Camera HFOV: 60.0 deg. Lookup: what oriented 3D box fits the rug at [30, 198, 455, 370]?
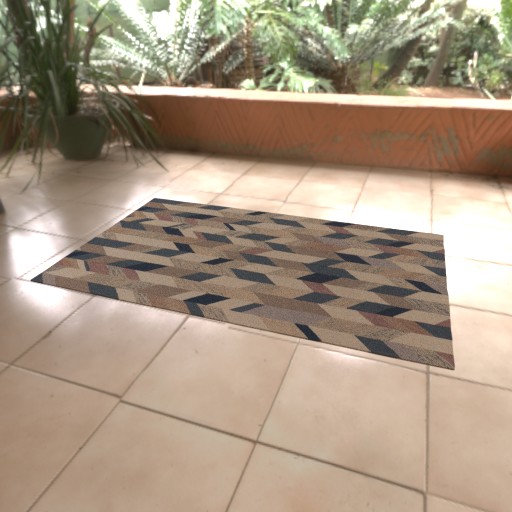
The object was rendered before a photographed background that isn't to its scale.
[{"bbox_3d":[0.000,0.000,2.987,2.423,0.008,1.513,9,29,16],"label":"rug"}]
